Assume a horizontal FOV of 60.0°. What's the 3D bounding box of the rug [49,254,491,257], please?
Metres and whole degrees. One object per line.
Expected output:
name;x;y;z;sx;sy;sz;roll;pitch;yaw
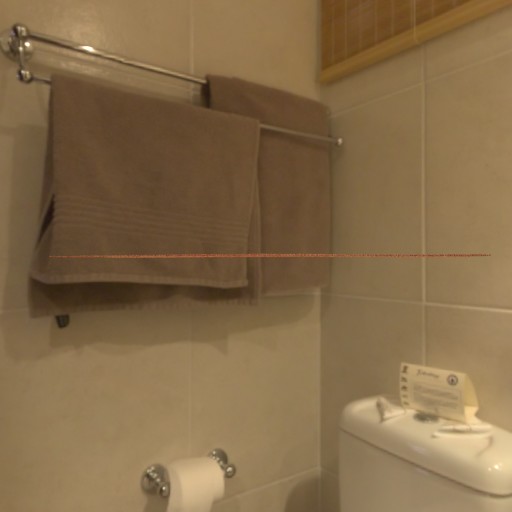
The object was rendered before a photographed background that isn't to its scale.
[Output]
rug;0.000;0.000;2.595;2.353;0.013;0.718;0;-1;18
